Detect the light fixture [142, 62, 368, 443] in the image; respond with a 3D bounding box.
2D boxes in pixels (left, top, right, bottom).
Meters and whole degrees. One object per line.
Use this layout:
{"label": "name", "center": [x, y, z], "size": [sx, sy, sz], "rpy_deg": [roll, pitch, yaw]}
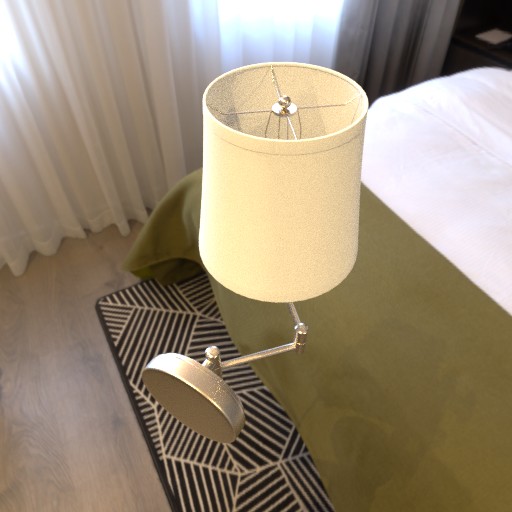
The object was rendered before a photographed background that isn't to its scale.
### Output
{"label": "light fixture", "center": [0.000, 0.000, 0.575], "size": [0.223, 0.381, 0.348], "rpy_deg": [23, 50, 20]}
